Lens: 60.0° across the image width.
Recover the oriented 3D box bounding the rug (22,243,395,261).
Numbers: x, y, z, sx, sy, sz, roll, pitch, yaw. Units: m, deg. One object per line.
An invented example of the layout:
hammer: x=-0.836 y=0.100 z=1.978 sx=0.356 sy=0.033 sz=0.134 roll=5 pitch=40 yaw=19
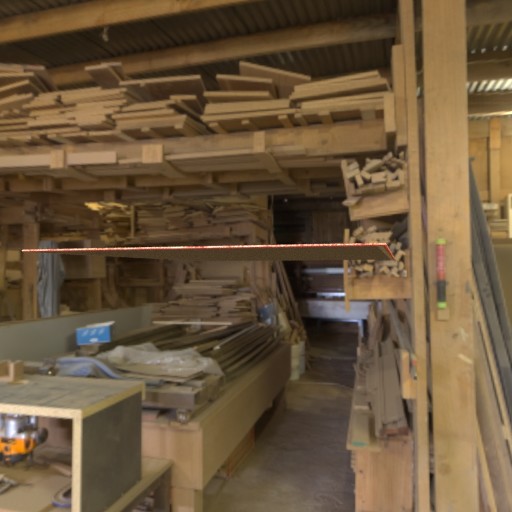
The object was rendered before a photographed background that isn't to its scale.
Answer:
rug: x=0.000 y=0.000 z=4.152 sx=2.441 sy=0.016 sz=3.050 roll=-1 pitch=-2 yaw=18
